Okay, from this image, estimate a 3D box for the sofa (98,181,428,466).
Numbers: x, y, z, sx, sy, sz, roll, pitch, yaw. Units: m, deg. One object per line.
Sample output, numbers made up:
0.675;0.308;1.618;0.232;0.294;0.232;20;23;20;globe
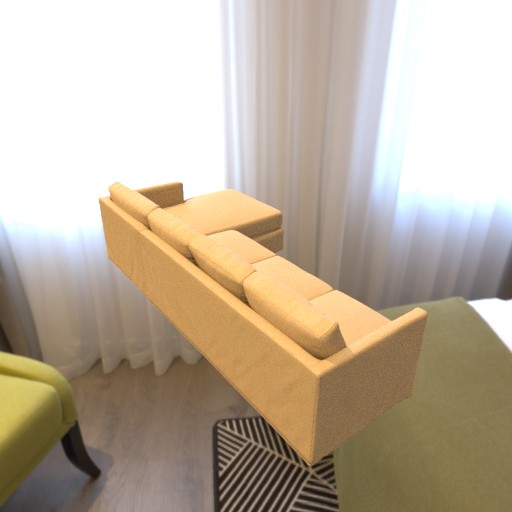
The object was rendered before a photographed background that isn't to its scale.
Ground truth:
0.000;0.000;3.858;1.622;0.871;3.206;-19;33;-32;sofa
